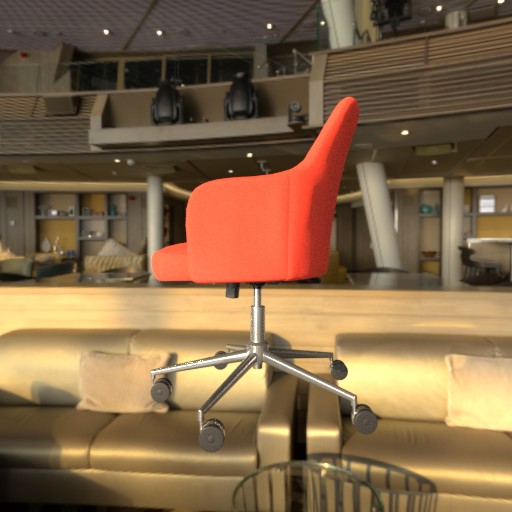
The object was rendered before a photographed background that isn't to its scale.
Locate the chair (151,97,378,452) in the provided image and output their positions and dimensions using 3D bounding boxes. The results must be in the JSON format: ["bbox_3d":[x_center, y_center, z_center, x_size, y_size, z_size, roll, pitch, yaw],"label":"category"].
[{"bbox_3d":[0.000,0.000,1.261,0.600,0.820,0.655,0,2,0],"label":"chair"}]
